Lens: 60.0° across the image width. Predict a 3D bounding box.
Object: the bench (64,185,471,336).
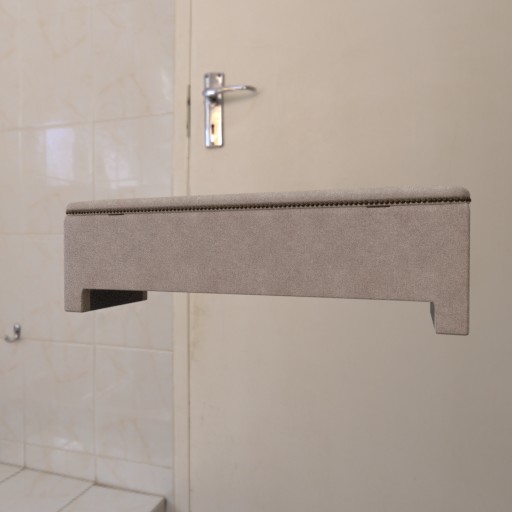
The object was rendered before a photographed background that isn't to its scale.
[{"bbox_3d":[0.000,0.000,1.732,1.482,0.447,0.470,0,1,20],"label":"bench"}]
